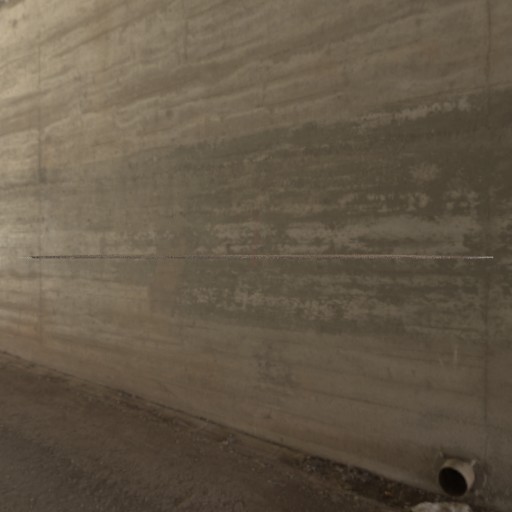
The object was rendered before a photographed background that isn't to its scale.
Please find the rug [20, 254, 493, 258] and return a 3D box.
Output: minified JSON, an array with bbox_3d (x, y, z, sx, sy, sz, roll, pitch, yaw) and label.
[{"bbox_3d":[0.000,0.000,3.031,2.440,0.010,1.528,0,1,0],"label":"rug"}]
